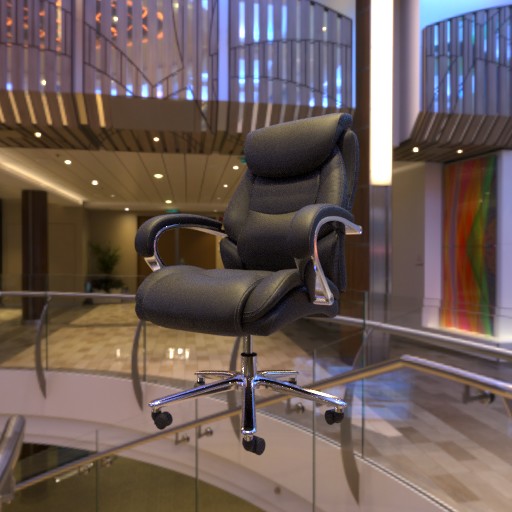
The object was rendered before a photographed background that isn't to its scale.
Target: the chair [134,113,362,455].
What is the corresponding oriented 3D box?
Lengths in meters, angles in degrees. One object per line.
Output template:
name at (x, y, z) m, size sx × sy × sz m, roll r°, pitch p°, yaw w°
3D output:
chair at (0.000, 0.000, 1.683) m, size 0.755 × 1.183 × 0.790 m, roll 0°, pitch 1°, yaw 35°
